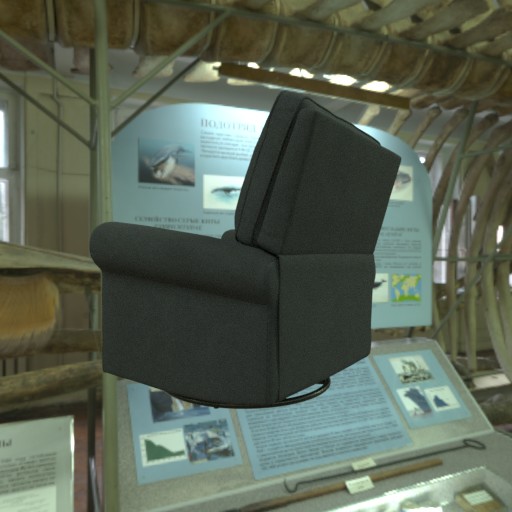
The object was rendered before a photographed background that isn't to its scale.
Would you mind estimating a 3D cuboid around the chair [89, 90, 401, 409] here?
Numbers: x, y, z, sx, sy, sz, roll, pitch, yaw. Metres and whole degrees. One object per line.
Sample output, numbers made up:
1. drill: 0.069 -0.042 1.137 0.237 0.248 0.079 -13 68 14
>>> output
1. chair: 0.000 0.000 1.676 0.878 0.961 0.890 0 1 35
